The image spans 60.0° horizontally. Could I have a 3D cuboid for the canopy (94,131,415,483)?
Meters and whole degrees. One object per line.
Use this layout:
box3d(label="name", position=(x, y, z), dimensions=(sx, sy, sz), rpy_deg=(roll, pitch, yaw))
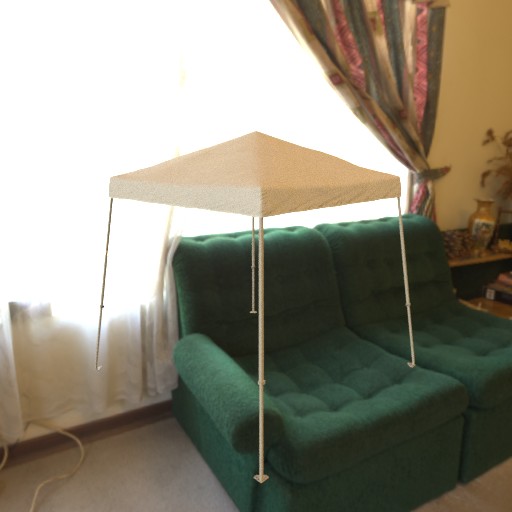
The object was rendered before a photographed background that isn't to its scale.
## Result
box3d(label="canopy", position=(0.000, 0.000, 6.611), dimensions=(3.600, 3.600, 3.599), rpy_deg=(12, 18, 42))
